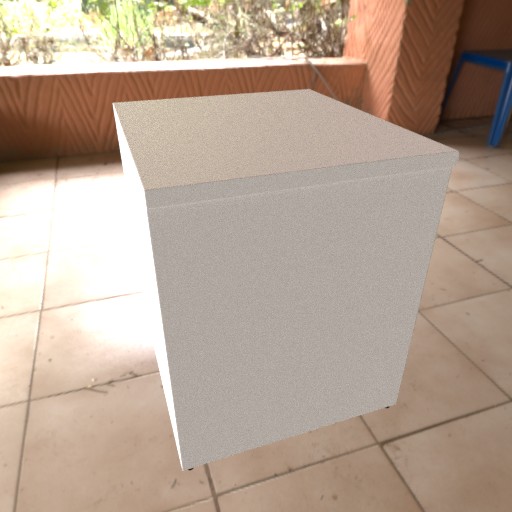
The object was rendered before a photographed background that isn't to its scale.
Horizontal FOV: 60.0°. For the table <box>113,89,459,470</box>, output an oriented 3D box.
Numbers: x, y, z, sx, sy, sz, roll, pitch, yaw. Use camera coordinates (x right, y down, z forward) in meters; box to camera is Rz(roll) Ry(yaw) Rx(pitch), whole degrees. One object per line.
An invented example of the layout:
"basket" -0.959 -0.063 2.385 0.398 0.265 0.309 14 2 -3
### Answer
"table" 0.000 0.000 0.773 0.380 0.460 0.420 -10 32 -17
